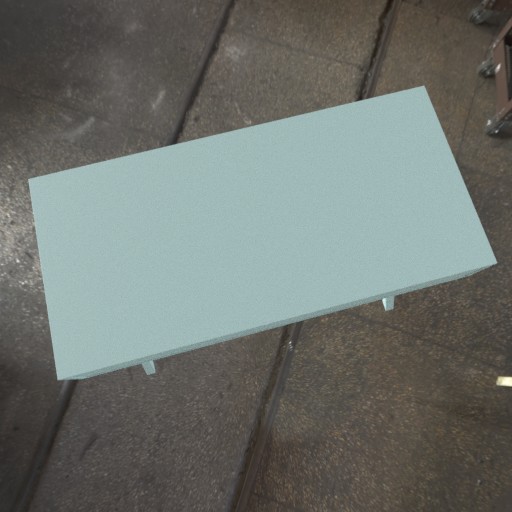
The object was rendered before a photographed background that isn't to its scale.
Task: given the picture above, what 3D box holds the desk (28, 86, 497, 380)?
[{"bbox_3d":[0.000,0.000,1.468,1.057,0.780,0.525,-14,76,-4],"label":"desk"}]
